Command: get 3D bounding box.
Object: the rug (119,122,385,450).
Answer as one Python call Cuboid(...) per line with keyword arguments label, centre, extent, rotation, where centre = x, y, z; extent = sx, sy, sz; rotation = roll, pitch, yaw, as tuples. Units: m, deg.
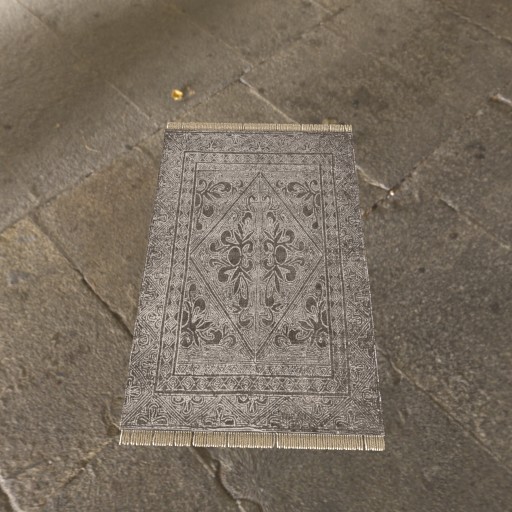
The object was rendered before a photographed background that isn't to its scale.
Cuboid(label="rug", centre=(0.000, 0.000, 3.064), extent=(1.529, 0.010, 2.440), rotation=(1, 63, 1))
